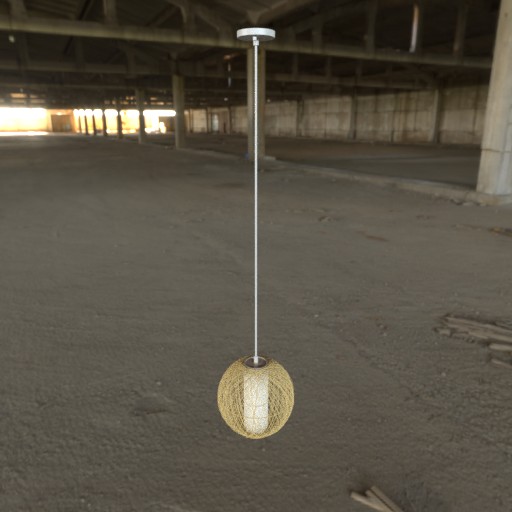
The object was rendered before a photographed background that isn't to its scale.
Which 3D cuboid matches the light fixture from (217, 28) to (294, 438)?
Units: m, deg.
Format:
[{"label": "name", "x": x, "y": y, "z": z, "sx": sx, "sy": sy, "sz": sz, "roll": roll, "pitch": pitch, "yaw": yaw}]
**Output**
[{"label": "light fixture", "x": 0.000, "y": 0.000, "z": 2.134, "sx": 0.406, "sy": 1.955, "sz": 0.407, "roll": -8, "pitch": 19, "yaw": -25}]
